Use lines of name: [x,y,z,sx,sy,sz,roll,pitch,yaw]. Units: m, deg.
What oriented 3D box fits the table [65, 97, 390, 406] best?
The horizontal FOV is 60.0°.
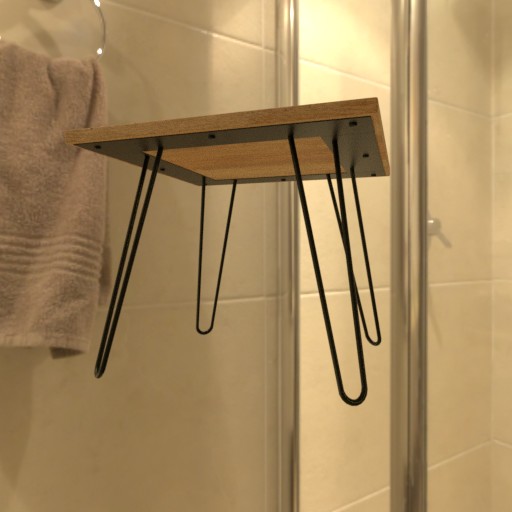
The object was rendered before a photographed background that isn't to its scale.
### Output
table: [0.000,0.000,1.067,0.599,0.500,0.599,0,0,19]
